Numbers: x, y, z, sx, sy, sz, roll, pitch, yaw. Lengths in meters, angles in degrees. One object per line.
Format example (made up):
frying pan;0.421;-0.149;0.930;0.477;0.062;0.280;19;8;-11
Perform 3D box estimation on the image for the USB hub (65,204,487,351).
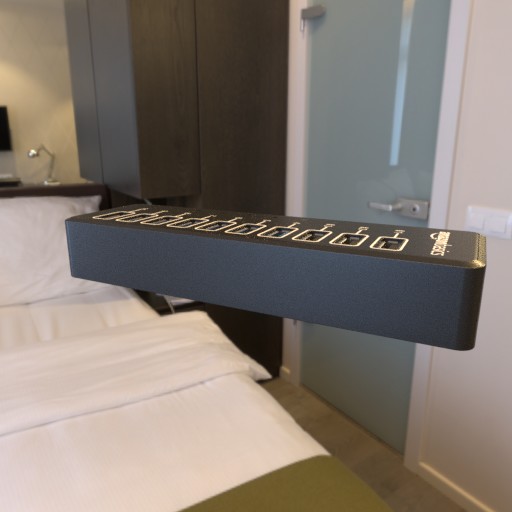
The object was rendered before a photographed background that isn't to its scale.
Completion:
USB hub;0.000;0.000;0.159;0.145;0.023;0.044;7;17;25
